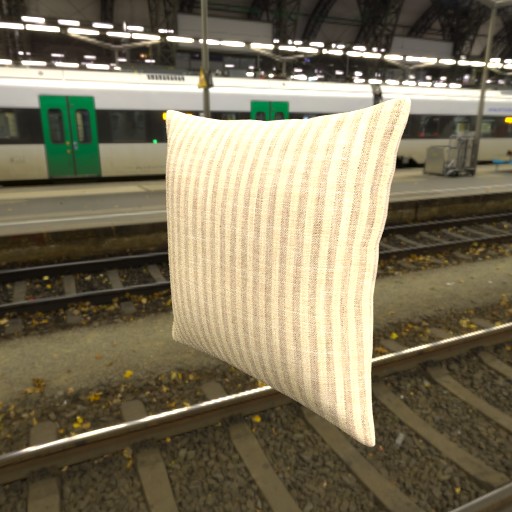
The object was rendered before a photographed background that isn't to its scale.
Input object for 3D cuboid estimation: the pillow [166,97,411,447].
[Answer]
[{"bbox_3d":[0.000,0.000,0.790,0.523,0.510,0.166,15,22,42],"label":"pillow"}]
